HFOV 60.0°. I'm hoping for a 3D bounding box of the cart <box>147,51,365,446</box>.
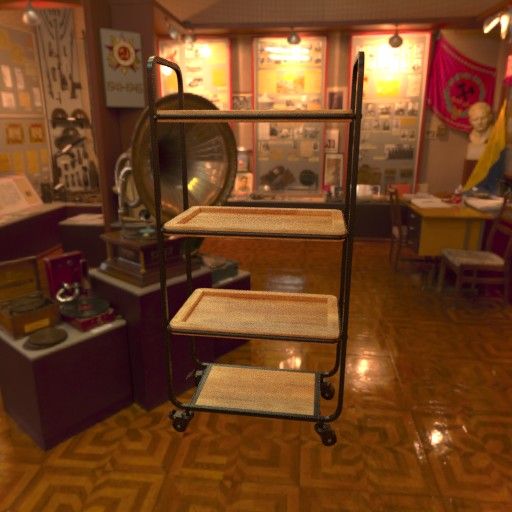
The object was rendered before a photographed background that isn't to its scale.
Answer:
[{"bbox_3d":[0.000,0.000,1.314,0.545,1.080,0.321,2,17,8],"label":"cart"}]
